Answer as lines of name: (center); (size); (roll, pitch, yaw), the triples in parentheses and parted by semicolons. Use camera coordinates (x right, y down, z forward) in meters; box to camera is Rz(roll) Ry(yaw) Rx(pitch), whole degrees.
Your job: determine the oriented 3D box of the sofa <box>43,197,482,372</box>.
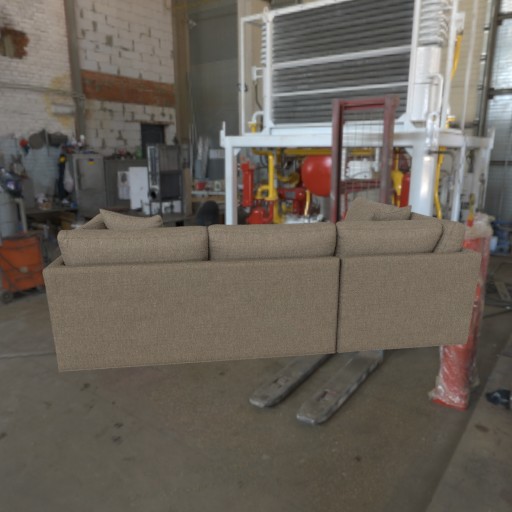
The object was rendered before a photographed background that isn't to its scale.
sofa: (0.000, 0.000, 3.865); (2.896, 0.978, 1.994); (-2, 13, -8)
